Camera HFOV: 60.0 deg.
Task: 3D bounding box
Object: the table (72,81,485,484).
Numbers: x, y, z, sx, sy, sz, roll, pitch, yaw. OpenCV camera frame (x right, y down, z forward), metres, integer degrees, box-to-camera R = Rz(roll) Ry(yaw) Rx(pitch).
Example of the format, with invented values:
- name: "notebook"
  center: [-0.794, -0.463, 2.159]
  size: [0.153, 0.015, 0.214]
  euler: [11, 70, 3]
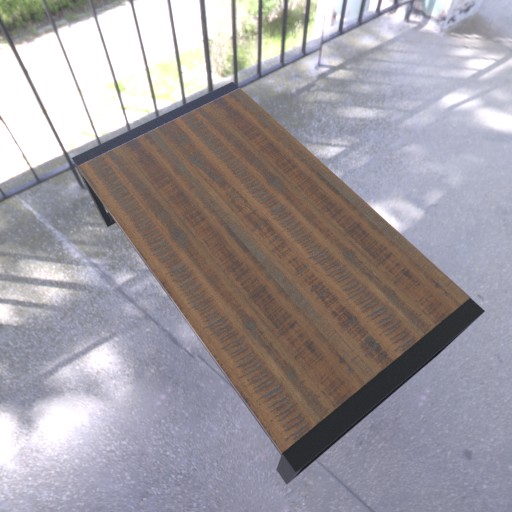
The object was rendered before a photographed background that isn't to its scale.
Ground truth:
- name: "table"
  center: [0.000, 0.000, 1.694]
  size: [0.750, 0.400, 1.350]
  euler: [-32, 64, -18]
